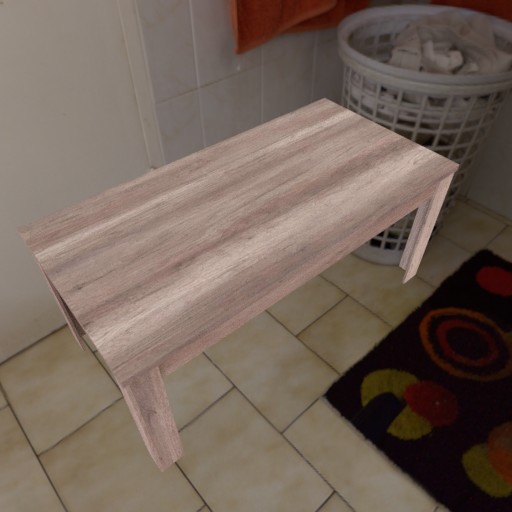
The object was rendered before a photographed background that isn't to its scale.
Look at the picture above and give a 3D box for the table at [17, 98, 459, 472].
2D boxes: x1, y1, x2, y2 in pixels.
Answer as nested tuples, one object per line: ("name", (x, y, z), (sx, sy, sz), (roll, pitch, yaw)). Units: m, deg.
("table", (0.000, 0.000, 2.255), (1.800, 0.790, 0.900), (-31, 53, -27))
